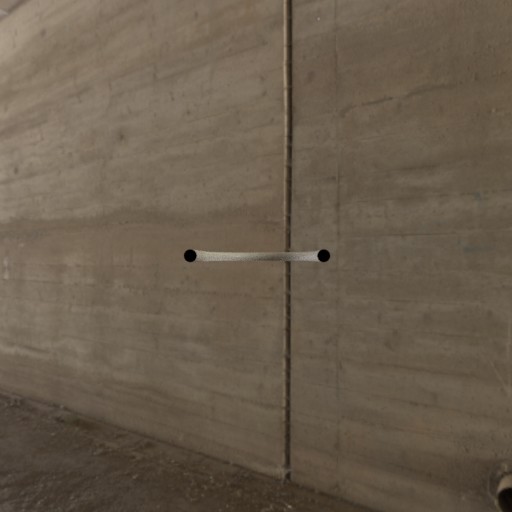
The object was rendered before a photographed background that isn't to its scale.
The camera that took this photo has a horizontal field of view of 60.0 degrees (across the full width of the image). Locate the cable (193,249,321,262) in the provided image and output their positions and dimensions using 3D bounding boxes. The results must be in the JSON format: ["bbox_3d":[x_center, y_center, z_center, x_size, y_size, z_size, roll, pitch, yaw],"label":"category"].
[{"bbox_3d":[0.000,0.000,0.109,0.041,0.005,0.098,0,0,1],"label":"cable"}]
